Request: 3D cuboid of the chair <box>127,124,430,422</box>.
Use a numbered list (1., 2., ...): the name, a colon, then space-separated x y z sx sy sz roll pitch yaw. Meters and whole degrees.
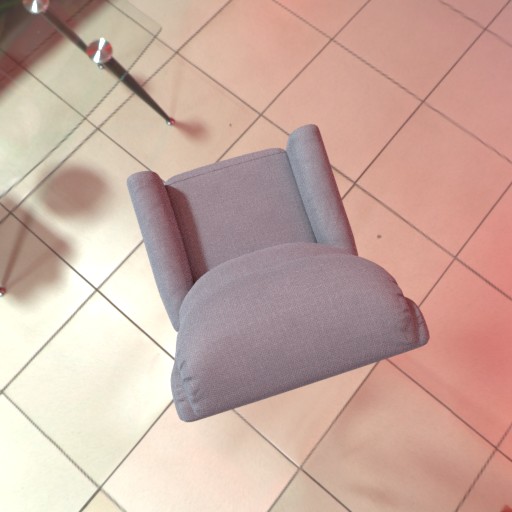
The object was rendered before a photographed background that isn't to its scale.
1. chair: 0.000 0.000 1.777 0.838 1.054 1.014 -17 76 -4
